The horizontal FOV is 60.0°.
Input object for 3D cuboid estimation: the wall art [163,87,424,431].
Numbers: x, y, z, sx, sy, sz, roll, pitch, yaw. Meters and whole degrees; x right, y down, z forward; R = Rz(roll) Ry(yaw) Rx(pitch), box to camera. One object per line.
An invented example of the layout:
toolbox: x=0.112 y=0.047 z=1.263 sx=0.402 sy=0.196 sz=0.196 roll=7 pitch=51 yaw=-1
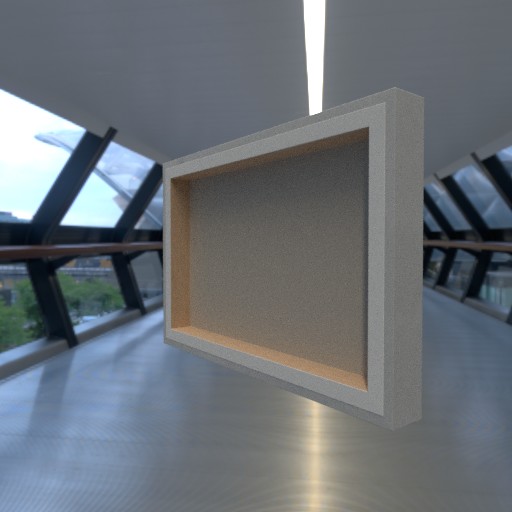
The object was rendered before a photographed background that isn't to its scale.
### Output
wall art: x=0.000 y=0.000 z=0.489 sx=0.038 sy=0.254 sz=0.381 roll=-1 pitch=2 yaw=-38
